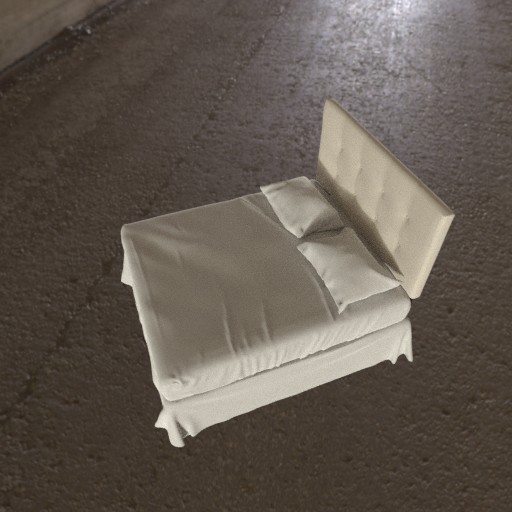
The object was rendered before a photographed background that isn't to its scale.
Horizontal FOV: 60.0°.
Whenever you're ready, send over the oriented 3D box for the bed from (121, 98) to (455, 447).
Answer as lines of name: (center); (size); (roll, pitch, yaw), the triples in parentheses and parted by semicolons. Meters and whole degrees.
bed: (0.000, 0.000, 3.584); (2.222, 1.577, 1.936); (-16, 49, -14)
